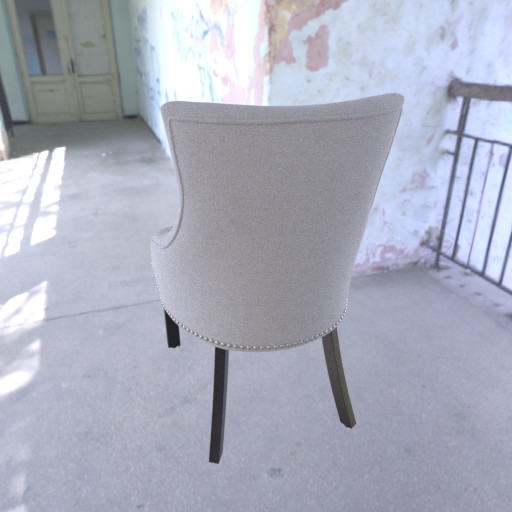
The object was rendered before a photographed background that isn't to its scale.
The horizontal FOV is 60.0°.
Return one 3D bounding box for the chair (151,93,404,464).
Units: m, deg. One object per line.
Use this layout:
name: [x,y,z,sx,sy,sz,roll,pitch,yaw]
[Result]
chair: [0.000,0.000,1.265,0.566,0.909,0.629,-8,27,-16]
